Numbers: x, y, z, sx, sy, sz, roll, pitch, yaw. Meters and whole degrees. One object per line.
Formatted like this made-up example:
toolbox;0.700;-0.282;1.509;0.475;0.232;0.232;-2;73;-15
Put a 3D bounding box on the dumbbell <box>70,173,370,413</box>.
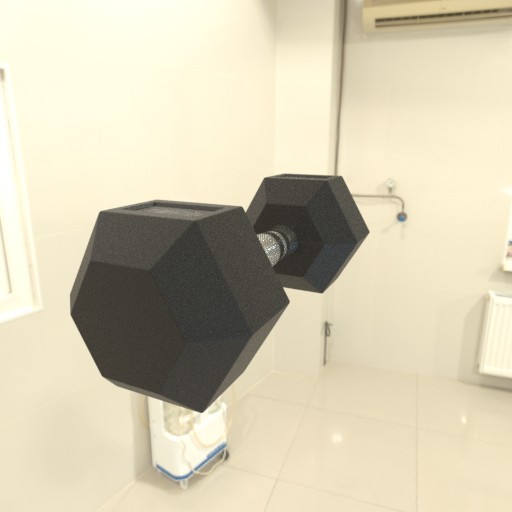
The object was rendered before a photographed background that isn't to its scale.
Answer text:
dumbbell;0.000;0.000;0.370;0.129;0.113;0.315;8;17;25
